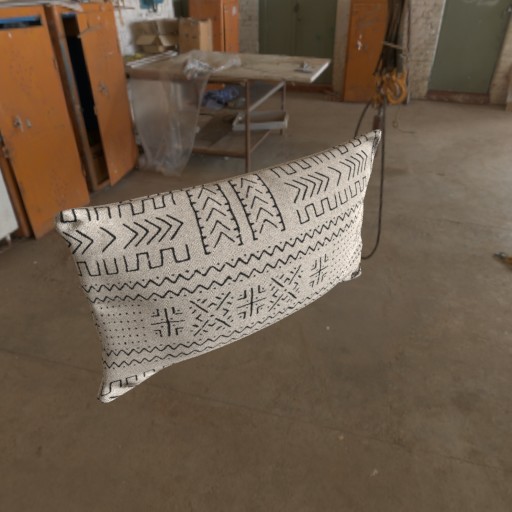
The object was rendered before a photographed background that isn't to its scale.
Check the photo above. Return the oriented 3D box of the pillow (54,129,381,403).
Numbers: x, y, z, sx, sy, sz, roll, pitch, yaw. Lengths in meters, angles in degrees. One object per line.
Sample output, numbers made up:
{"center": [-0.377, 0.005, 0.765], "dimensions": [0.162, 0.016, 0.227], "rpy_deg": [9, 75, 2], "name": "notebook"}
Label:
{"center": [0.000, 0.000, 0.800], "dimensions": [0.637, 0.352, 0.188], "rpy_deg": [-22, 38, -31], "name": "pillow"}
